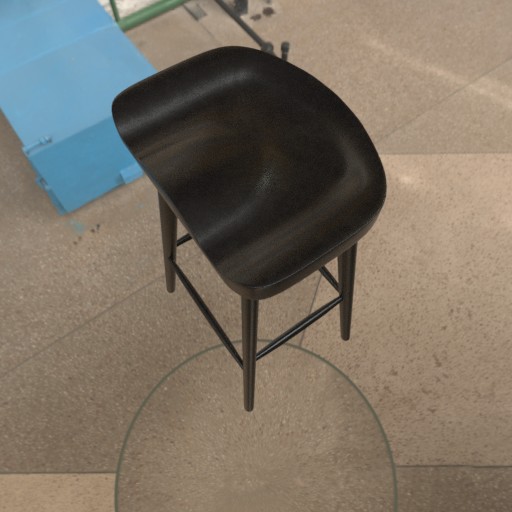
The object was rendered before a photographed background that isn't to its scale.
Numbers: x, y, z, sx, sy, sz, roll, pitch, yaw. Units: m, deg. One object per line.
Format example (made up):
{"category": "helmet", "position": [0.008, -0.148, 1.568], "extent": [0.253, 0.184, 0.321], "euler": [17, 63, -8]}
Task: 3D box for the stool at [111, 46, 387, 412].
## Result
{"category": "stool", "position": [0.000, 0.000, 0.969], "extent": [0.361, 0.749, 0.440], "euler": [-32, 68, -15]}
